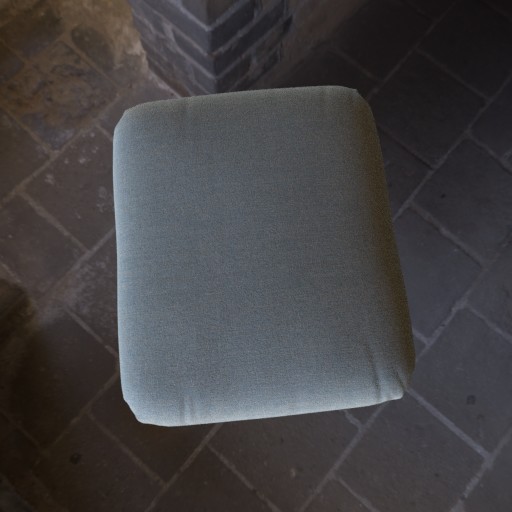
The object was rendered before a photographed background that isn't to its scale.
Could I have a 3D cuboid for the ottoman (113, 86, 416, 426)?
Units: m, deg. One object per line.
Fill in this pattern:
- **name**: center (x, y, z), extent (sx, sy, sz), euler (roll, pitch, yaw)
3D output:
- **ottoman**: center (0.000, 0.000, 1.119), extent (0.622, 0.450, 0.747), euler (-6, 77, -1)
